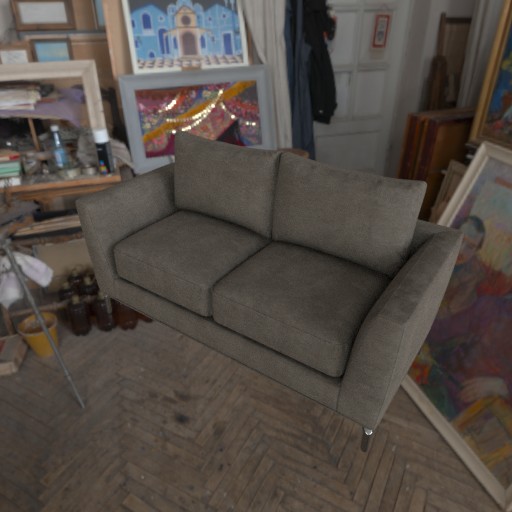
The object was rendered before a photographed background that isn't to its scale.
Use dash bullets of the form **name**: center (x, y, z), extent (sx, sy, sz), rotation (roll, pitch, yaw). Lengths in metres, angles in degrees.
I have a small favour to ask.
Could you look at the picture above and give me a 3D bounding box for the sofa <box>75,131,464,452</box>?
- **sofa**: center (0.000, 0.000, 2.362), extent (1.832, 1.013, 0.855), rotation (20, 36, 29)
